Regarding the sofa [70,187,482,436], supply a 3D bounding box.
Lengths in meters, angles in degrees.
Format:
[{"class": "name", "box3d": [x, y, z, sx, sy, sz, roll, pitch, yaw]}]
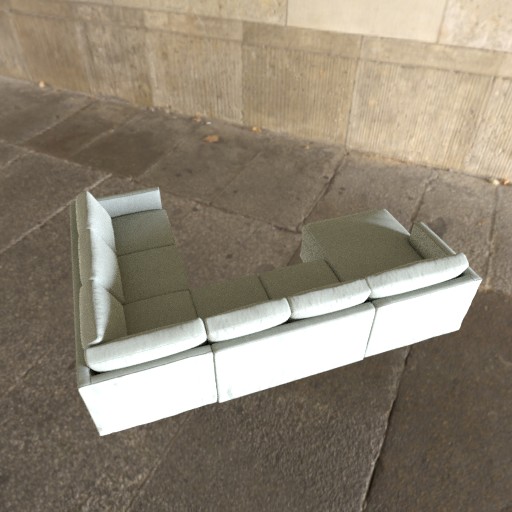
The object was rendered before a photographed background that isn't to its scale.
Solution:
[{"class": "sofa", "box3d": [0.000, 0.000, 4.497, 3.434, 0.869, 2.440, -13, 43, -14]}]
